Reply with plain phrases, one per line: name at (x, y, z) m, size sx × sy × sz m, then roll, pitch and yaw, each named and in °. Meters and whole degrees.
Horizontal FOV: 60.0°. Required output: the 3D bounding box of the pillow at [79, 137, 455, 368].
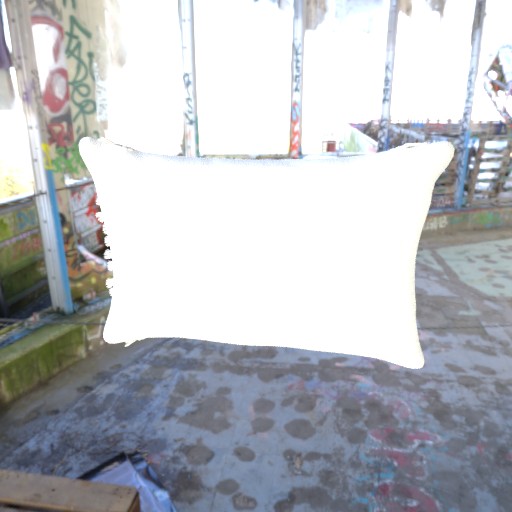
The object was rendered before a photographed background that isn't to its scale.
pillow at (0.000, 0.000, 0.590) m, size 0.466 × 0.305 × 0.084 m, roll 3°, pitch 18°, yaw 8°
